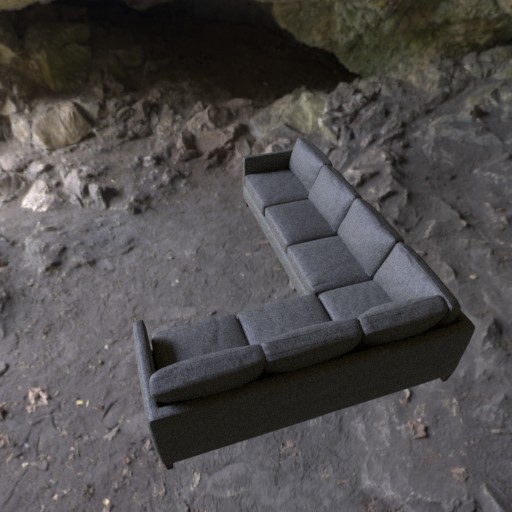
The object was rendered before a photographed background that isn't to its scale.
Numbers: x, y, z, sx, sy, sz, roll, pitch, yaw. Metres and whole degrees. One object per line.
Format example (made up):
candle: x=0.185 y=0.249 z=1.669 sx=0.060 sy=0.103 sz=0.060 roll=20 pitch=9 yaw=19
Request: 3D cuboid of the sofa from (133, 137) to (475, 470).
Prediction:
sofa: x=0.000 y=0.000 z=4.478 sx=2.593 sy=0.947 sz=3.302 roll=-12 pitch=42 yaw=-14
